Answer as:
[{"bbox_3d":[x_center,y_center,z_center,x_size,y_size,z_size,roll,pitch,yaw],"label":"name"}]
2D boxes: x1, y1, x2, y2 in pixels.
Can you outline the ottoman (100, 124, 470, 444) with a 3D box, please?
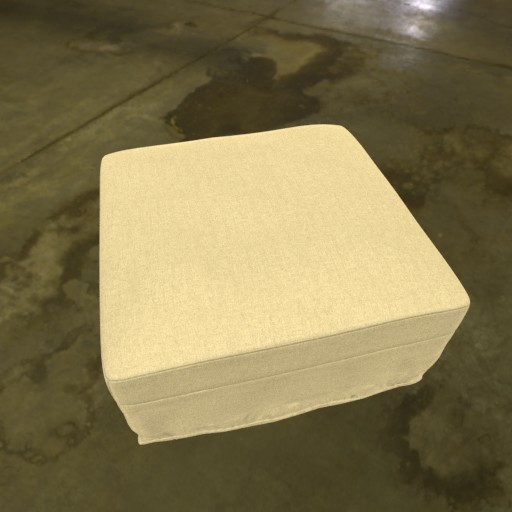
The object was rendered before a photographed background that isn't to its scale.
[{"bbox_3d":[0.000,0.000,1.327,0.843,0.436,0.840,-10,47,-9],"label":"ottoman"}]
